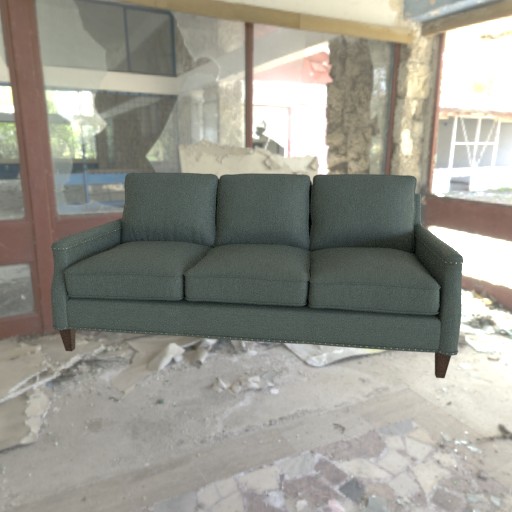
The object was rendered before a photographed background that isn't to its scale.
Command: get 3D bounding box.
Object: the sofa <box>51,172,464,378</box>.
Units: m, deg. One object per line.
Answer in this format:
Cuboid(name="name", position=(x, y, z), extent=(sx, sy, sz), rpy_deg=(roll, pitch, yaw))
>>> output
Cuboid(name="sofa", position=(0.000, 0.000, 2.829), extent=(2.246, 1.003, 1.084), rpy_deg=(2, 14, 8))
